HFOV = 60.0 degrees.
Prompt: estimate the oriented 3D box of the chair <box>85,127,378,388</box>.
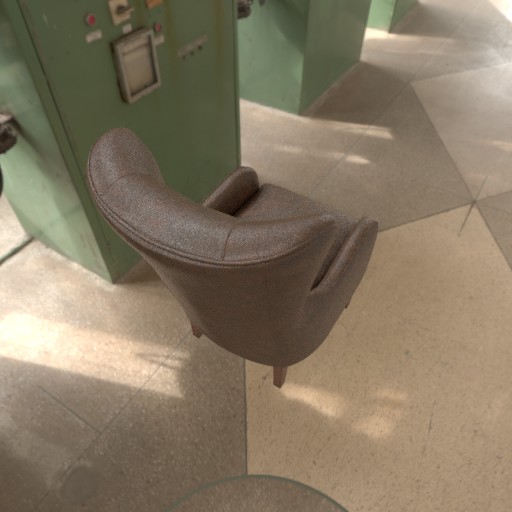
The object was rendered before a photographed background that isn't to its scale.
[{"bbox_3d":[0.000,0.000,1.596,0.692,1.048,0.914,27,53,22],"label":"chair"}]
